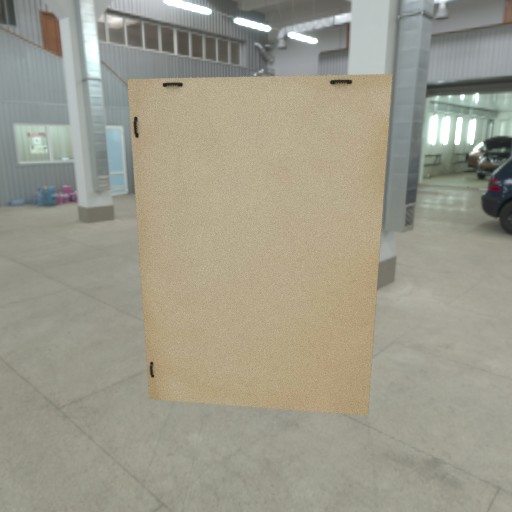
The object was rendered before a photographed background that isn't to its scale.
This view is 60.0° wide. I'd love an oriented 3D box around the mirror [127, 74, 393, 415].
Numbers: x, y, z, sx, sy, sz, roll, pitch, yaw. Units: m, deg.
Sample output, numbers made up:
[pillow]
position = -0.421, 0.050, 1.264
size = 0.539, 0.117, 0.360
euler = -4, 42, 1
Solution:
[mirror]
position = 0.000, 0.000, 0.944
size = 0.507, 0.710, 0.040
euler = 2, 15, 7
